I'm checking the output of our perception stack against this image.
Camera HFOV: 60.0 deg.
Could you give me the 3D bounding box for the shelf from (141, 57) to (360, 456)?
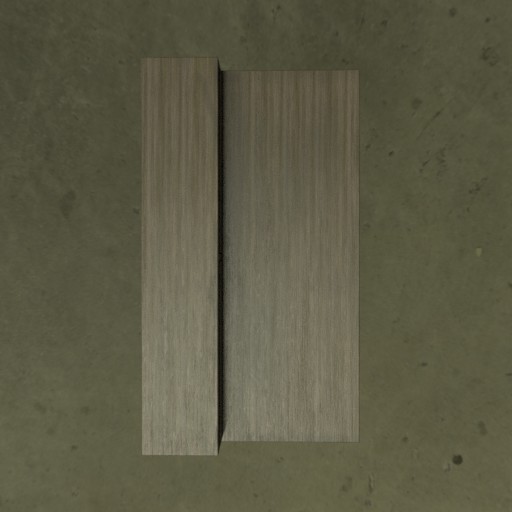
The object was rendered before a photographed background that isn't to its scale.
[{"bbox_3d":[0.000,0.000,1.756,0.685,0.865,1.212,0,90,1],"label":"shelf"}]
